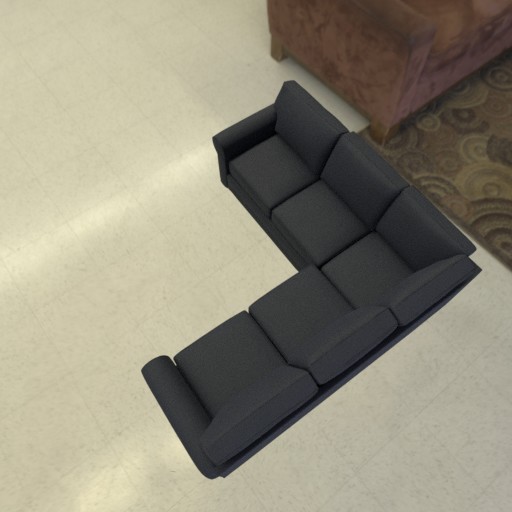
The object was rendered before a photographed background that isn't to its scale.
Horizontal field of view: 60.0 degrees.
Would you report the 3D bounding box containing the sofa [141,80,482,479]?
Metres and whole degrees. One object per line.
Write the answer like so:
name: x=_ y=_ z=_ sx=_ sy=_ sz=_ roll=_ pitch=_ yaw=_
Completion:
sofa: x=0.000 y=0.000 z=3.799 sx=2.562 sy=1.042 sz=2.487 roll=-33 pitch=68 yaw=-15
